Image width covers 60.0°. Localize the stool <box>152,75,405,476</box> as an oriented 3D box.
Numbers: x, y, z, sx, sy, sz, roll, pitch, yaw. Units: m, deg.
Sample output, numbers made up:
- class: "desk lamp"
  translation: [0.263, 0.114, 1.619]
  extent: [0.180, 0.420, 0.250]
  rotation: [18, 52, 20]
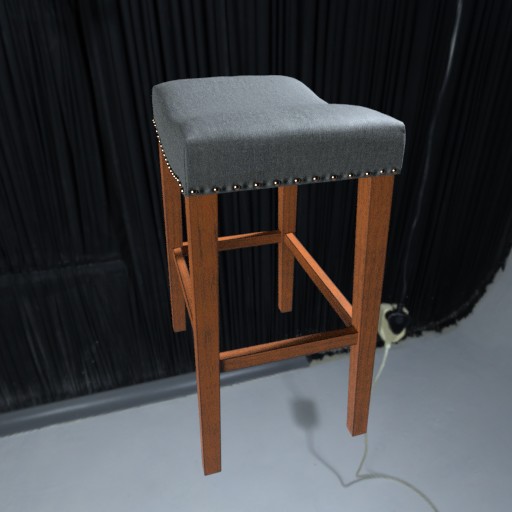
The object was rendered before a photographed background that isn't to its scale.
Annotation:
- class: "stool"
  translation: [0.000, 0.000, 0.858]
  extent: [0.320, 0.612, 0.439]
  rotation: [-8, 31, -14]
